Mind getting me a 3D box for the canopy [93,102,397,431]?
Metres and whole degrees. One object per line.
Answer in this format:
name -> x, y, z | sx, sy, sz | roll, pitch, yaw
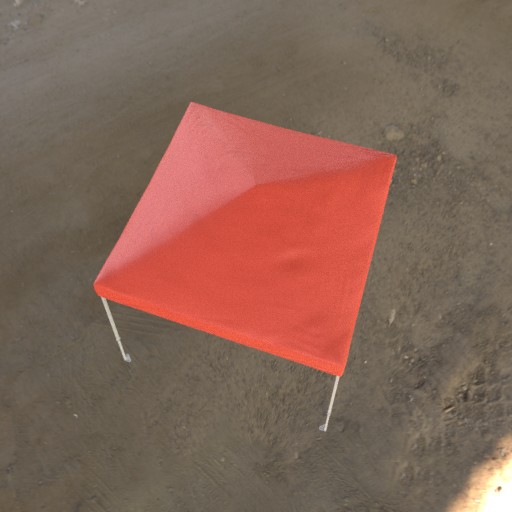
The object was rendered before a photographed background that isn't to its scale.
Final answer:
canopy -> 0.000, 0.000, 5.167 | 2.850, 2.850, 2.849 | 17, 65, 8
